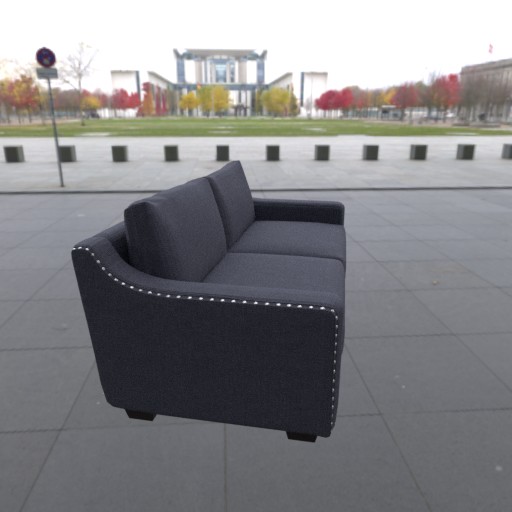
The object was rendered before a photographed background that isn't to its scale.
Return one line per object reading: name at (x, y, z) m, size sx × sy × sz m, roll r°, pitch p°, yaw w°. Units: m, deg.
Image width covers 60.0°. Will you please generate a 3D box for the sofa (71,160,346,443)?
sofa at (0.000, 0.000, 3.311) m, size 1.336 × 1.196 × 2.550 m, roll 3°, pitch 18°, yaw 10°
